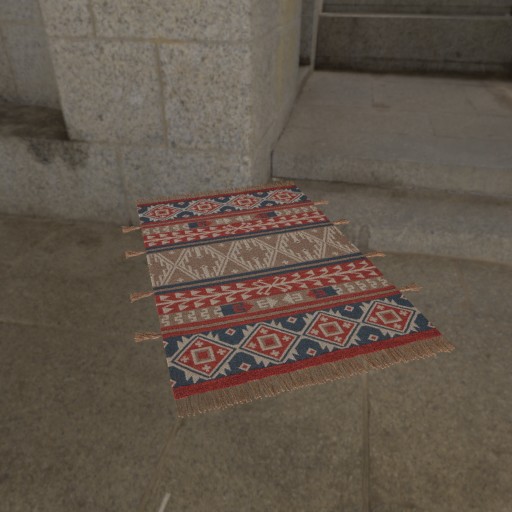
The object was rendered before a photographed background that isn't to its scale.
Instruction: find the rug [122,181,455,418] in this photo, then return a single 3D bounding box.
[{"bbox_3d":[0.000,0.000,3.149,1.778,0.048,2.450,-9,33,-15],"label":"rug"}]
